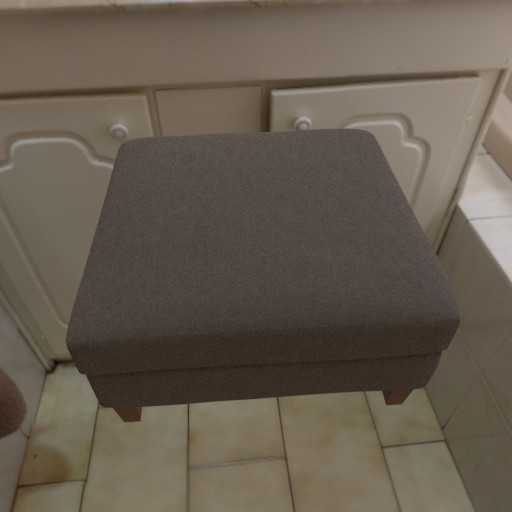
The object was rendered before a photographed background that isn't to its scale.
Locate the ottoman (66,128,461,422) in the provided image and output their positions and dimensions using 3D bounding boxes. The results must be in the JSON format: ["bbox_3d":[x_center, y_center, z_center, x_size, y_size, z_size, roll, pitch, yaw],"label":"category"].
[{"bbox_3d":[0.000,0.000,1.371,0.881,0.482,0.861,-3,45,-3],"label":"ottoman"}]
